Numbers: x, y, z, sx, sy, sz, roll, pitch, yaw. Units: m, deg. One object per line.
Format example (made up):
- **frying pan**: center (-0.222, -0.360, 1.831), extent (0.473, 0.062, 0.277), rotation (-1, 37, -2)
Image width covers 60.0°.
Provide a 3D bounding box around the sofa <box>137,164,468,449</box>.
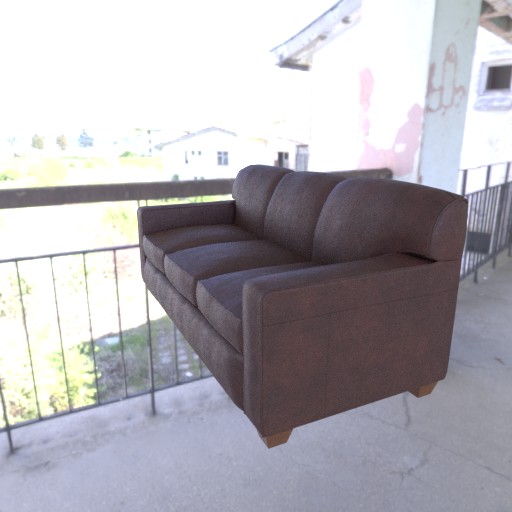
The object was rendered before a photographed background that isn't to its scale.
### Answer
- **sofa**: center (0.000, 0.000, 2.566), extent (1.008, 0.953, 2.039), rotation (-7, 17, -25)
